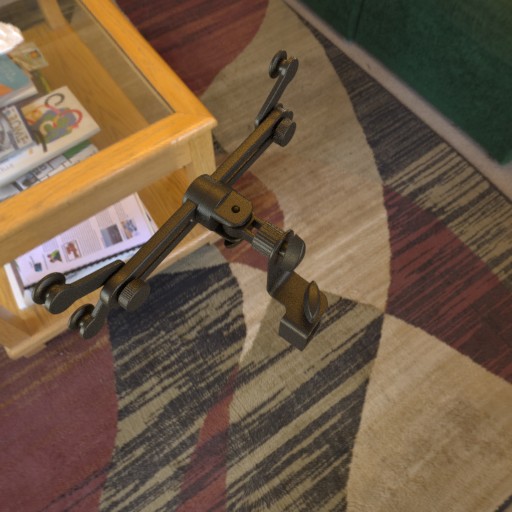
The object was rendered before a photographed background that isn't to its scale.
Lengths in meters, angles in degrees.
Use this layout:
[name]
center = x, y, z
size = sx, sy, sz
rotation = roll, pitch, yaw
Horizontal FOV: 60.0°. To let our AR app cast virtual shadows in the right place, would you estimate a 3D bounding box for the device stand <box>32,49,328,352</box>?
[device stand]
center = 0.000, 0.000, 0.366
size = 0.142, 0.166, 0.270
rotation = 34, 69, 15
